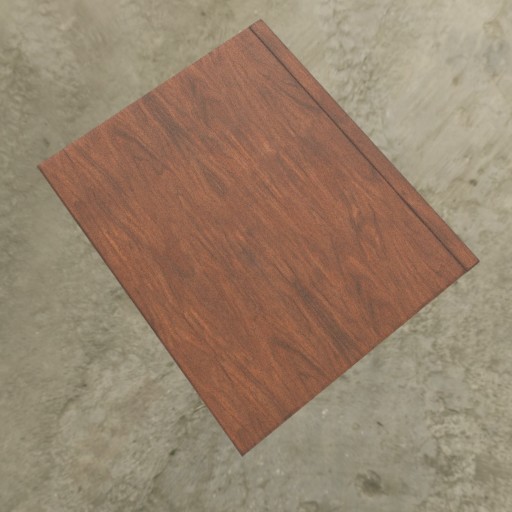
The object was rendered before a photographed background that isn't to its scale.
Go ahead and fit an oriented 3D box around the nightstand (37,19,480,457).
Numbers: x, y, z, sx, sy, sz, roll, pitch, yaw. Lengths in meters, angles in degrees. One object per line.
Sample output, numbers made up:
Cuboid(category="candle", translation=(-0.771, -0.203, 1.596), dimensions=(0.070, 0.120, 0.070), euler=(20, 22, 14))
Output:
Cuboid(category="nightstand", translation=(0.000, 0.000, 0.955), dimensions=(0.445, 0.607, 0.521), euler=(-37, 80, -8))
